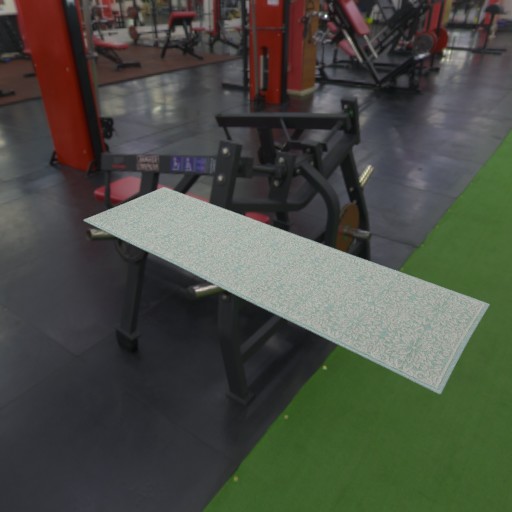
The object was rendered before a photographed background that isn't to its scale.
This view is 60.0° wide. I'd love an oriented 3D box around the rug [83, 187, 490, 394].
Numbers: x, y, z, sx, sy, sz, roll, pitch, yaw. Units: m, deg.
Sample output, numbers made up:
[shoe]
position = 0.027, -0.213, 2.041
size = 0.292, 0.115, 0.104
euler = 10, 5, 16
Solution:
[rug]
position = 0.000, 0.000, 2.378
size = 2.196, 0.011, 0.662
euler = 22, 38, 32
